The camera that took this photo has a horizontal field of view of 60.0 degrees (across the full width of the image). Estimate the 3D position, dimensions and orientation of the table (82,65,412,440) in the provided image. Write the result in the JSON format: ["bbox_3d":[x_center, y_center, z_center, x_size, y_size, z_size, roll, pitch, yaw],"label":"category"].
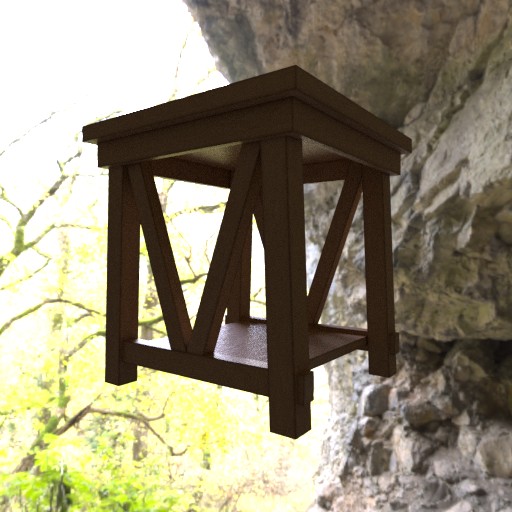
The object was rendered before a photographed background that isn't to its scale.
[{"bbox_3d":[0.000,0.000,1.155,0.612,0.638,0.610,1,1,36],"label":"table"}]
